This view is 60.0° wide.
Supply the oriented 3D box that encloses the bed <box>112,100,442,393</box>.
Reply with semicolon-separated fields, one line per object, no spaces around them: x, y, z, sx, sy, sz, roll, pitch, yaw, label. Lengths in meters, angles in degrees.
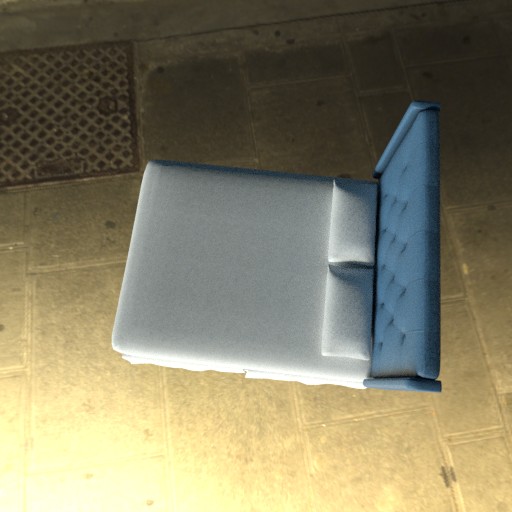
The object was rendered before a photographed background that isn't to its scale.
0.000;0.000;3.263;2.078;1.665;1.719;6;74;2;bed
